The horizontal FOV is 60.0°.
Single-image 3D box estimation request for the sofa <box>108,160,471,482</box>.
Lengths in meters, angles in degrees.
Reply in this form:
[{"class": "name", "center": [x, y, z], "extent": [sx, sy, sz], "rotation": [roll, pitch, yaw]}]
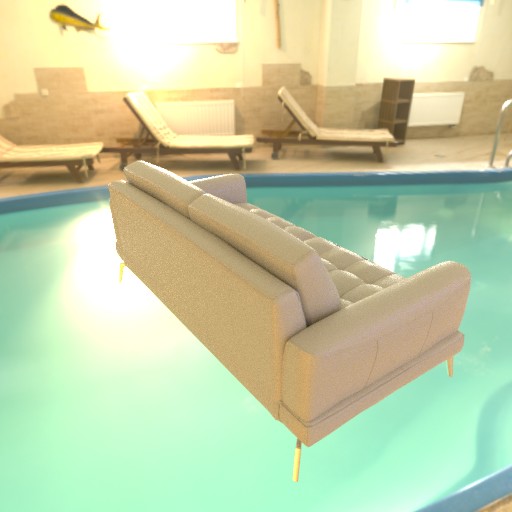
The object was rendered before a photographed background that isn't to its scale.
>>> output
[{"class": "sofa", "center": [0.000, 0.000, 2.662], "extent": [1.121, 0.930, 2.177], "rotation": [-17, 31, -31]}]
